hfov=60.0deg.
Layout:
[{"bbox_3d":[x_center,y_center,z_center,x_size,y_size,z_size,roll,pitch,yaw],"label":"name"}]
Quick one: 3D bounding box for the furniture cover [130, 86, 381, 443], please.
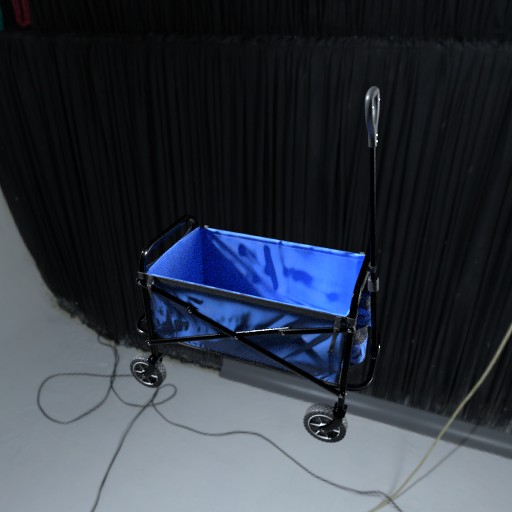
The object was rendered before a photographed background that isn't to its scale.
[{"bbox_3d":[0.000,0.000,1.745,1.038,1.295,0.532,11,31,18],"label":"furniture cover"}]
